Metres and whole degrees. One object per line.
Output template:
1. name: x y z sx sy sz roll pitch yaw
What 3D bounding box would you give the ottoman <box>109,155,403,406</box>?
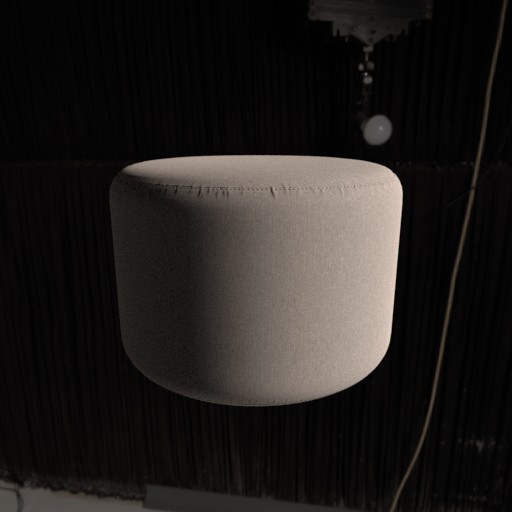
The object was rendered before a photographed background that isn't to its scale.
1. ottoman: 0.000 0.000 1.001 0.608 0.433 0.608 0 15 0
